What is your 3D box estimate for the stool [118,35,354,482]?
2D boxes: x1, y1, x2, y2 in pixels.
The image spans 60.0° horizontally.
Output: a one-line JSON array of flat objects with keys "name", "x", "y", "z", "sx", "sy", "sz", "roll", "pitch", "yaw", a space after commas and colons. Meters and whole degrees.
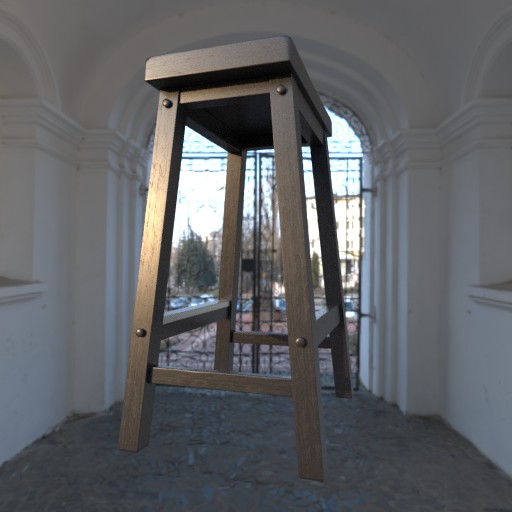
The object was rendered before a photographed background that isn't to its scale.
[{"name": "stool", "x": 0.000, "y": 0.000, "z": 0.837, "sx": 0.322, "sy": 0.610, "sz": 0.406, "roll": 0, "pitch": 0, "yaw": 18}]
